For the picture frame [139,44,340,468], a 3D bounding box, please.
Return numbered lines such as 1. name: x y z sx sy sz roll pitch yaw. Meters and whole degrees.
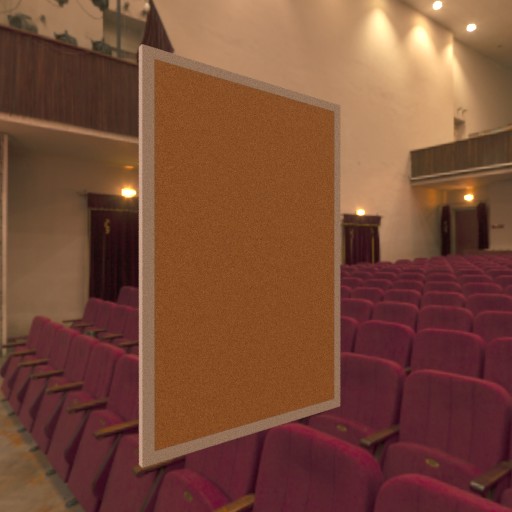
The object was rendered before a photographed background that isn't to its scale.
1. picture frame: 0.000 0.000 0.833 0.457 0.657 0.013 0 0 -38
